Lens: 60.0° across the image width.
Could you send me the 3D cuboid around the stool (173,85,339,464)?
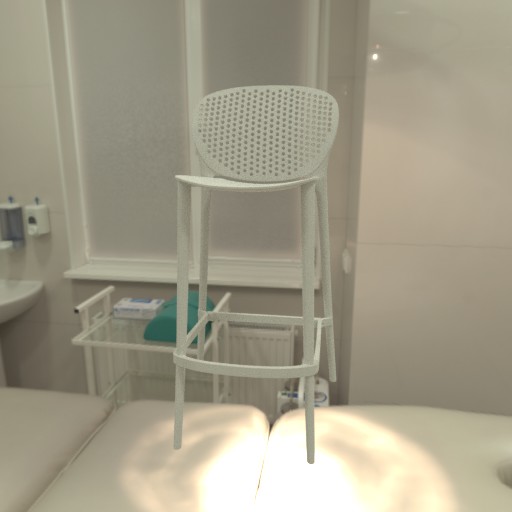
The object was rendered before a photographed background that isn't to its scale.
[{"bbox_3d":[0.000,0.000,1.358,0.536,1.045,0.535,2,14,9],"label":"stool"}]
